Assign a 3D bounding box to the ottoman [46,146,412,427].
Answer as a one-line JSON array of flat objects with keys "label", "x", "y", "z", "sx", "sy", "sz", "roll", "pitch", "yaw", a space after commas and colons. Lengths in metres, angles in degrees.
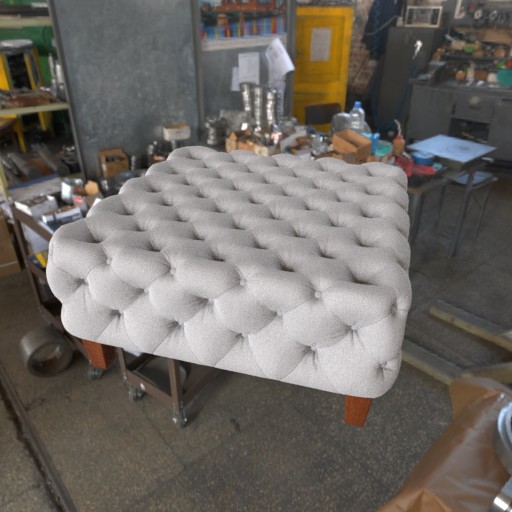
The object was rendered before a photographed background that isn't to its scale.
[{"label": "ottoman", "x": 0.000, "y": 0.000, "z": 1.198, "sx": 0.764, "sy": 0.365, "sz": 0.758, "roll": 8, "pitch": 31, "yaw": 14}]
